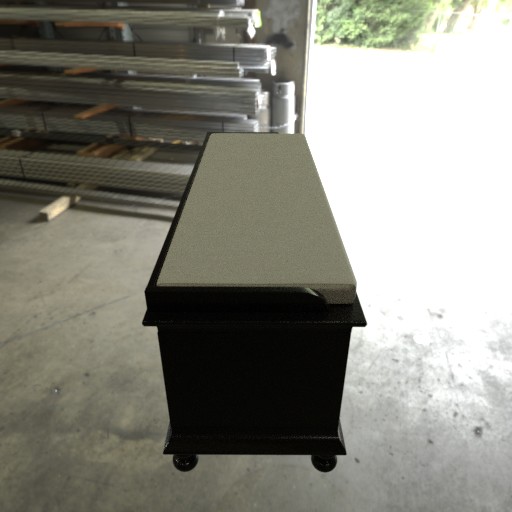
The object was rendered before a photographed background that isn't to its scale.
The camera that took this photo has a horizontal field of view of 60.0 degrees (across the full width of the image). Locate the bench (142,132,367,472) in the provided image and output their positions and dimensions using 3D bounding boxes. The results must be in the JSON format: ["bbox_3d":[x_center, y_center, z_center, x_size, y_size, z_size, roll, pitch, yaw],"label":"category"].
[{"bbox_3d":[0.000,0.000,1.403,0.402,0.501,1.185,0,30,0],"label":"bench"}]
